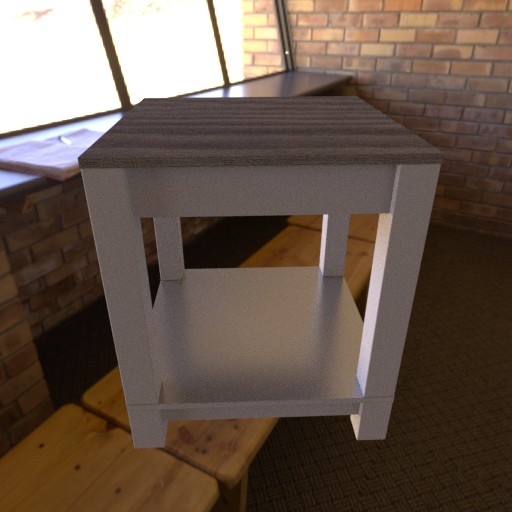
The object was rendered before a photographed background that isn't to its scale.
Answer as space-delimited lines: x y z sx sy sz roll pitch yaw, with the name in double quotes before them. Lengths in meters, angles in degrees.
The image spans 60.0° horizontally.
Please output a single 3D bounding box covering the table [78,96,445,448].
"table" 0.000 0.000 0.972 0.506 0.587 0.504 -1 28 -2
